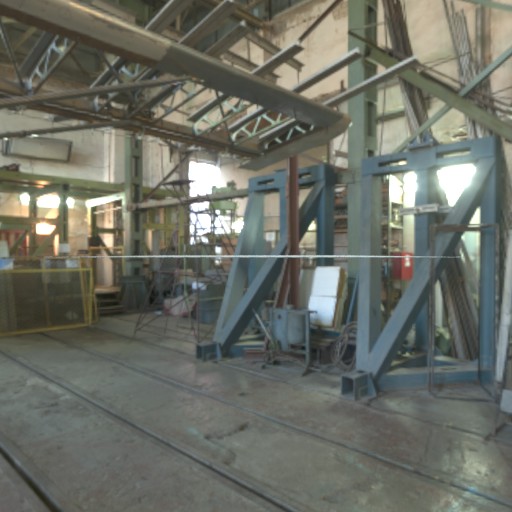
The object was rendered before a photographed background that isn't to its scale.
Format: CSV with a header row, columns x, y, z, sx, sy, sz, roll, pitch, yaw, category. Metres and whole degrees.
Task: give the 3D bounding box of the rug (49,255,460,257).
x,y,z,sx,sy,sz,roll,pitch,yaw,category
0.000,0.000,4.149,2.439,0.005,3.201,0,0,0,rug
